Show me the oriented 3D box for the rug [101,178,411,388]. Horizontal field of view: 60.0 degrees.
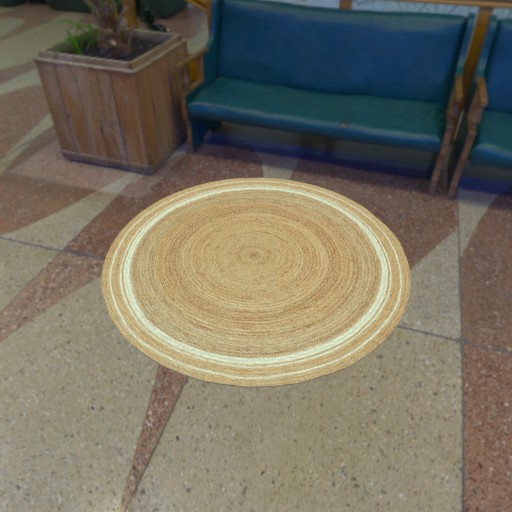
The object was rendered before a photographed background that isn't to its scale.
[{"bbox_3d":[0.000,0.000,3.625,2.444,0.015,2.444,0,41,0],"label":"rug"}]
